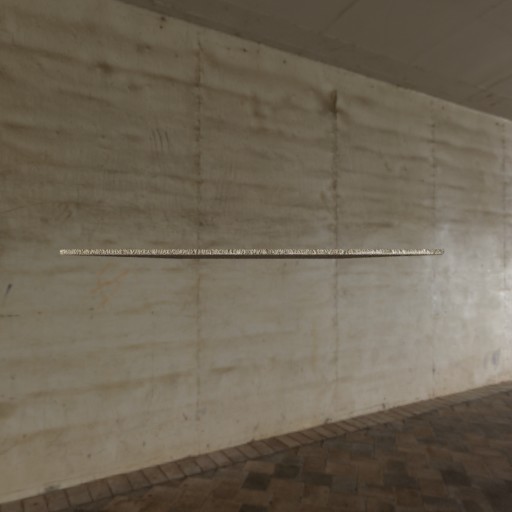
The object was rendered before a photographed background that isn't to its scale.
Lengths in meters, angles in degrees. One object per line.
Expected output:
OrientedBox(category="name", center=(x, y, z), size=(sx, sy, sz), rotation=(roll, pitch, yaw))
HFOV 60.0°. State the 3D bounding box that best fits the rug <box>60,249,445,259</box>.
OrientedBox(category="rug", center=(0.000, 0.000, 3.376), size=(1.798, 0.025, 2.698), rotation=(0, -1, 1))
